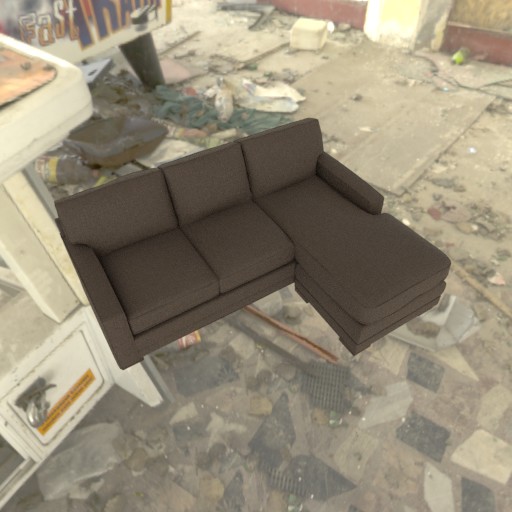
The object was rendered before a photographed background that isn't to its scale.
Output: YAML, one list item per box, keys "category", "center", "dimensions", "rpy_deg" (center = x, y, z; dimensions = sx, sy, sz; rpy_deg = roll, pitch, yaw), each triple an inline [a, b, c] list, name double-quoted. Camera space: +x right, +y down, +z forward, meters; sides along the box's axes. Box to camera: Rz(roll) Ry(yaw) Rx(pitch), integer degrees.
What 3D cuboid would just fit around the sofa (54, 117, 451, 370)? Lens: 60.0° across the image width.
- category: "sofa"
  center: [0.000, 0.000, 3.303]
  dimensions: [2.370, 0.973, 1.790]
  rpy_deg: [-24, 50, -22]
